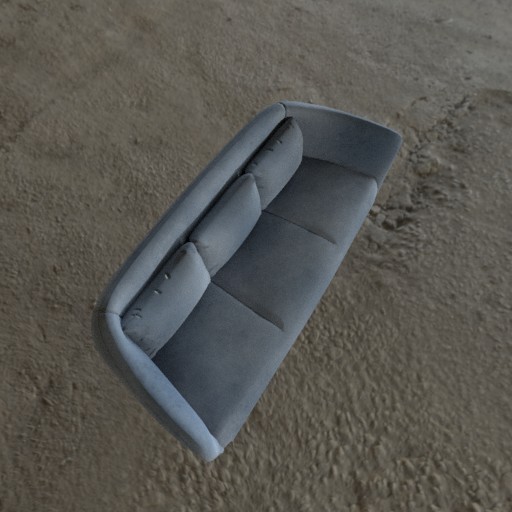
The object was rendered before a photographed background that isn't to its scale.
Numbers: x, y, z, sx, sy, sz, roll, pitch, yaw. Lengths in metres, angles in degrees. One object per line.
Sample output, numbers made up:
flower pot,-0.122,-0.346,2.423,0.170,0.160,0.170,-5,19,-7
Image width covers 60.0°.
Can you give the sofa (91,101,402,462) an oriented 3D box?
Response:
sofa,0.000,0.000,2.536,0.849,0.795,2.095,27,62,16
